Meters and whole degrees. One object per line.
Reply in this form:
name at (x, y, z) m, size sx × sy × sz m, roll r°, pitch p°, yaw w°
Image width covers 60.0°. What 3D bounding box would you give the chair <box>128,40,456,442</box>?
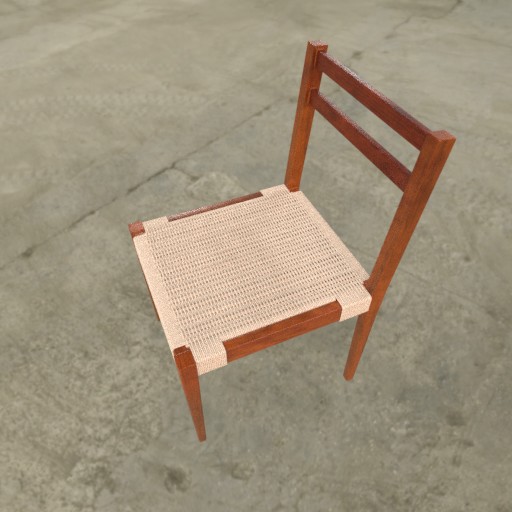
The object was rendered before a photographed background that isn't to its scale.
chair at (0.000, 0.000, 1.171) m, size 0.569 × 0.851 × 0.495 m, roll -17°, pitch 49°, yaw -16°
